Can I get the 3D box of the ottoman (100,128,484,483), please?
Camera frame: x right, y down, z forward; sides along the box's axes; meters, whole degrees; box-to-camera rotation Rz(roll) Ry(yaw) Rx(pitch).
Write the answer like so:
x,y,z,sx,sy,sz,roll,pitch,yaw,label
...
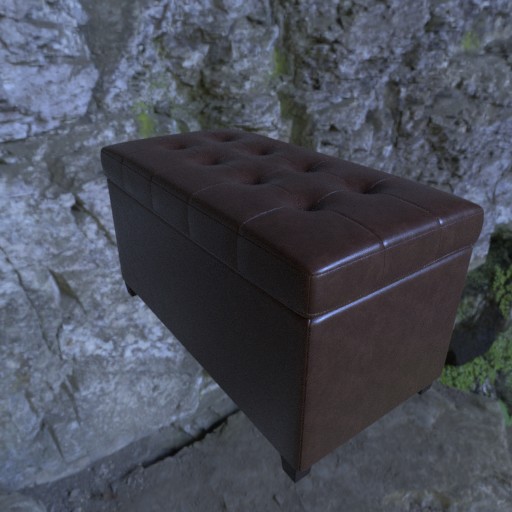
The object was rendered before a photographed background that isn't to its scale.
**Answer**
x,y,z,sx,sy,sz,roll,pitch,yaw,label
0.000,0.000,1.075,0.432,0.470,0.838,-18,33,-31,ottoman
